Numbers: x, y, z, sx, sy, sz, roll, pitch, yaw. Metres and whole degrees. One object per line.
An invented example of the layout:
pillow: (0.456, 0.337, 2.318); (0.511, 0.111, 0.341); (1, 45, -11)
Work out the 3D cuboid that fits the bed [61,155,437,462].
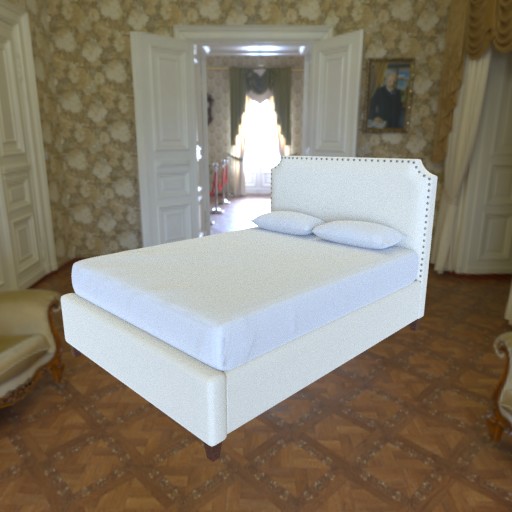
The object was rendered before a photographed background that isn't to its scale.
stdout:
bed: (0.000, 0.000, 3.366); (1.703, 1.415, 2.329); (14, 20, 43)
